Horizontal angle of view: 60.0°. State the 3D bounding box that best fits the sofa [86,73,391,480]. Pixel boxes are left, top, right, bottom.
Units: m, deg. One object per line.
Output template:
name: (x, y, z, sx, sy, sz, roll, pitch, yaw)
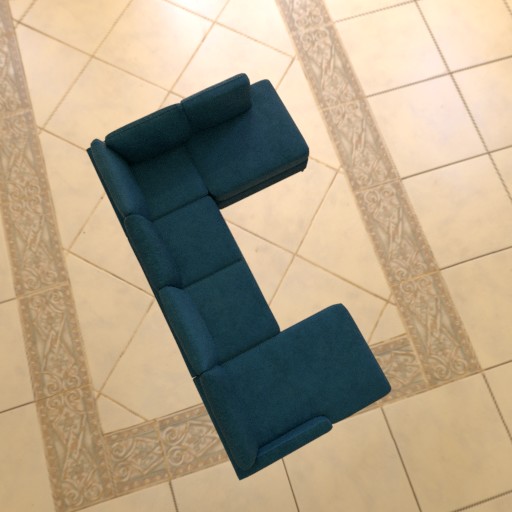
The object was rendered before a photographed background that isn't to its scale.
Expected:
sofa: (0.000, 0.000, 4.359, 2.055, 0.992, 3.434, -27, 78, -6)
